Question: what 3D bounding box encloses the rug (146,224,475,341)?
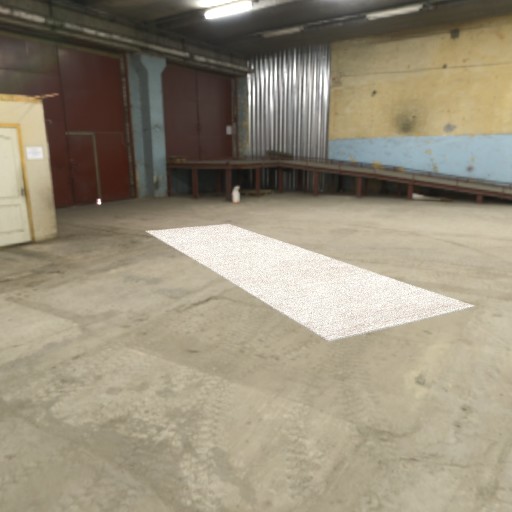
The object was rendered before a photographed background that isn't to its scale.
[{"bbox_3d":[0.000,0.000,2.582,0.712,0.013,2.346,-7,15,-27],"label":"rug"}]
